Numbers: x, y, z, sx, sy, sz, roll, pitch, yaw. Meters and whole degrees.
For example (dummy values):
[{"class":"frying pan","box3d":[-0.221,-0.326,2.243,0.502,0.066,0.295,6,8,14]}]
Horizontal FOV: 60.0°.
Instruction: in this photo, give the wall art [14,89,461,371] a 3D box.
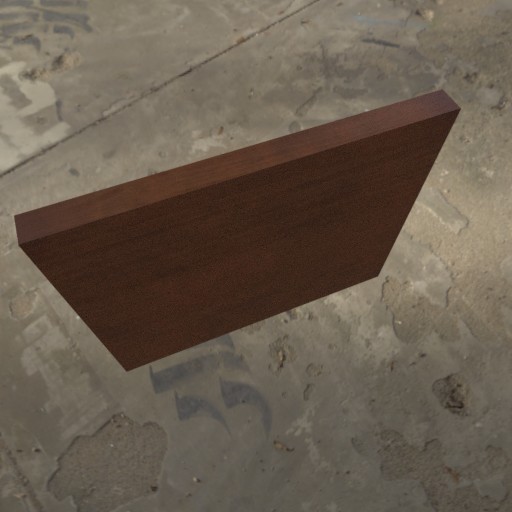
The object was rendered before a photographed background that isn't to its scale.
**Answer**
[{"class":"wall art","box3d":[0.000,0.000,0.522,0.401,0.328,0.030,-19,61,-11]}]
